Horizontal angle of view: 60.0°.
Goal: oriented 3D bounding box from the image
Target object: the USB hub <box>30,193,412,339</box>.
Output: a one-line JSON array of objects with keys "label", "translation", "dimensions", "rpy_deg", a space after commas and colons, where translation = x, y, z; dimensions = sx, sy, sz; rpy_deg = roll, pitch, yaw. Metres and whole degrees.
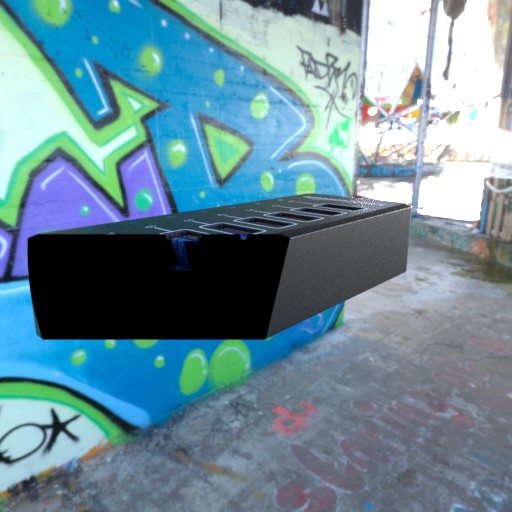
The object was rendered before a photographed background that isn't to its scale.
[{"label": "USB hub", "translation": [0.000, 0.000, 0.126], "dimensions": [0.044, 0.023, 0.110], "rpy_deg": [14, 20, 41]}]
